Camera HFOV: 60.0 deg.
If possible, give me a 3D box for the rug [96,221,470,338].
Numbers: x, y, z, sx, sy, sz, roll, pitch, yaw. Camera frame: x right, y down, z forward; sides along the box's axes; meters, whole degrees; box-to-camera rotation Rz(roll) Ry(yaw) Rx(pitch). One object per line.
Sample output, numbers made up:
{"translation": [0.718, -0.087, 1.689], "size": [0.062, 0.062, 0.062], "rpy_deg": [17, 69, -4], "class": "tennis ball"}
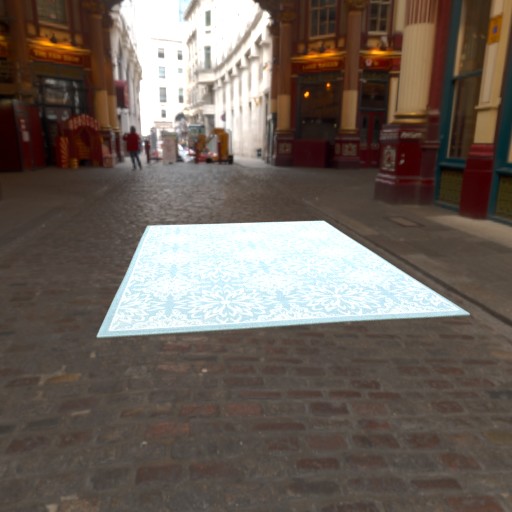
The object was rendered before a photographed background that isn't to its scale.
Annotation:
{"translation": [0.000, 0.000, 2.894], "size": [1.589, 0.014, 2.205], "rpy_deg": [-2, 15, -8], "class": "rug"}
